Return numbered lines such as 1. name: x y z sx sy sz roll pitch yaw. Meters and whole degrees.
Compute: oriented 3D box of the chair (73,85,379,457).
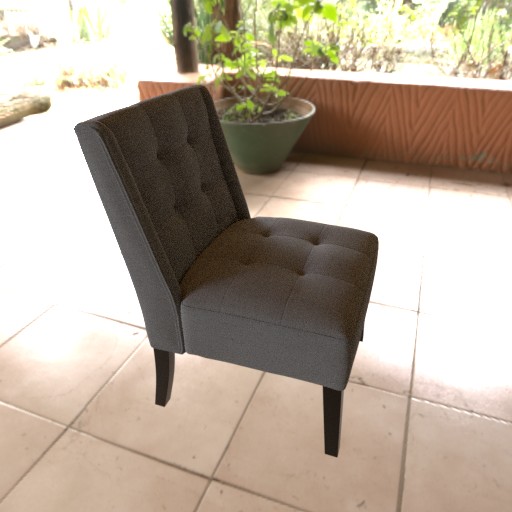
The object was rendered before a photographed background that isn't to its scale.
1. chair: 0.000 0.000 1.300 0.676 0.853 0.569 10 31 17
